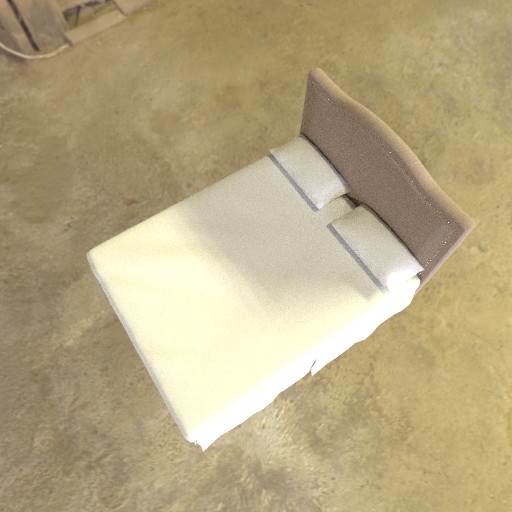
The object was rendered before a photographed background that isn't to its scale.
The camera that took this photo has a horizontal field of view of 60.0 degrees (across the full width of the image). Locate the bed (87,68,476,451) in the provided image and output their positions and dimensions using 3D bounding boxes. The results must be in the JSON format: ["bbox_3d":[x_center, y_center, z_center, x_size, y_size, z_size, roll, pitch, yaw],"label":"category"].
[{"bbox_3d":[0.000,0.000,3.435,2.282,1.436,1.821,-31,68,-14],"label":"bed"}]
